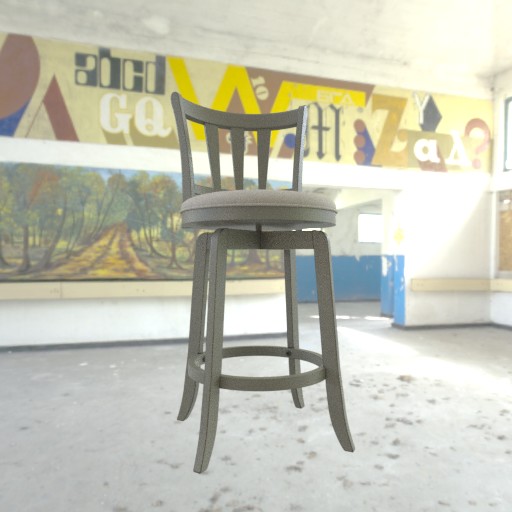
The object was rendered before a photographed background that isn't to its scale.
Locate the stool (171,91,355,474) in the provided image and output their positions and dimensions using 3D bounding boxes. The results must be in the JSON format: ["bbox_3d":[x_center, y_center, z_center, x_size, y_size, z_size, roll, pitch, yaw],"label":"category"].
[{"bbox_3d":[0.000,0.000,1.264,0.450,0.994,0.486,0,0,-16],"label":"stool"}]
